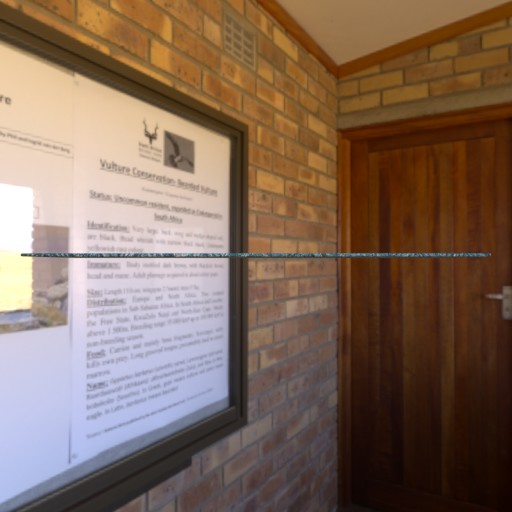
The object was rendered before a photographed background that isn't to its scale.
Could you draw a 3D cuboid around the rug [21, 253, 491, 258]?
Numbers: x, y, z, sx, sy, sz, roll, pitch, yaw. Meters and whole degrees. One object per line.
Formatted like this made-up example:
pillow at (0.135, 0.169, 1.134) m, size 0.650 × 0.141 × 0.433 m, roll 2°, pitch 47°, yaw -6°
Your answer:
rug at (0.000, 0.000, 2.487) m, size 2.286 × 0.016 × 0.676 m, roll 0°, pitch -1°, yaw 0°
